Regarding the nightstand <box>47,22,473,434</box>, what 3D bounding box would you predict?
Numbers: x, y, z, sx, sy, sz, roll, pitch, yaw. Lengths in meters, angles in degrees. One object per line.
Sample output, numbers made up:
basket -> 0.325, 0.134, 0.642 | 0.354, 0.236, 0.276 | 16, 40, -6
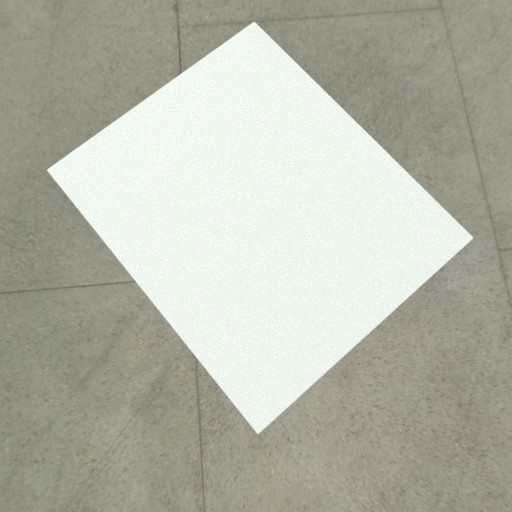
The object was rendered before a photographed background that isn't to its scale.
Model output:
nightstand -> 0.000, 0.000, 0.940 | 0.402, 0.623, 0.479 | -40, 79, -9
